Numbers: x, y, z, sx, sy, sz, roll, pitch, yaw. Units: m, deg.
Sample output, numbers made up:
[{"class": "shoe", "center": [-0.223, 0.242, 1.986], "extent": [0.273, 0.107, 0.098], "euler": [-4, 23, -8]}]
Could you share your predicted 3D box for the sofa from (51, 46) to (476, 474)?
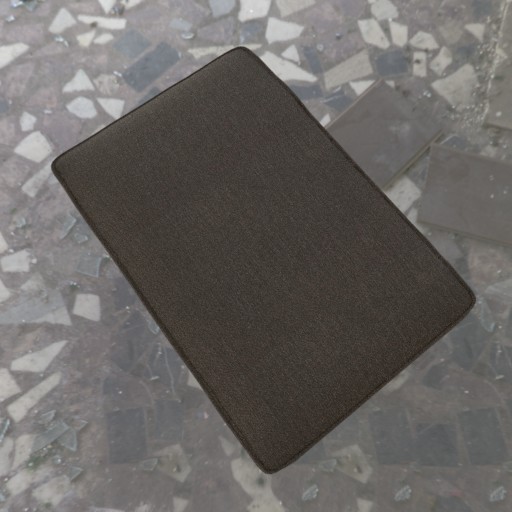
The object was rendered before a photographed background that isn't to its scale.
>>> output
[{"class": "sofa", "center": [0.000, 0.000, 1.166], "extent": [0.578, 0.457, 0.854], "euler": [-36, 77, -10]}]
